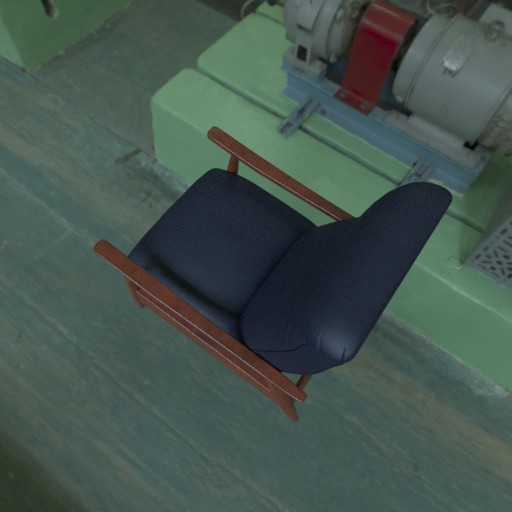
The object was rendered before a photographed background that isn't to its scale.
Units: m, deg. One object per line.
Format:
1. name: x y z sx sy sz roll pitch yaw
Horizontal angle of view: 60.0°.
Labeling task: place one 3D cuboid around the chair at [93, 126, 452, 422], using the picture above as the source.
1. chair: 0.000 0.000 1.783 1.014 1.082 0.762 33 68 15
